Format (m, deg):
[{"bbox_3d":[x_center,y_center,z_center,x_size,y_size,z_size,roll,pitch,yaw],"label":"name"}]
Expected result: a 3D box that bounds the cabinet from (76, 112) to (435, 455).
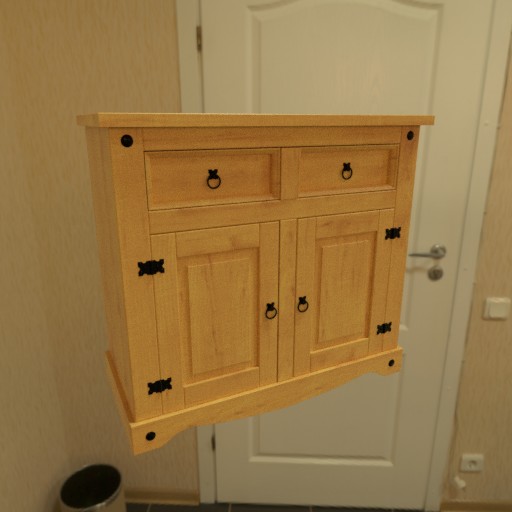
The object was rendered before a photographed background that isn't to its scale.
[{"bbox_3d":[0.000,0.000,1.387,0.920,0.840,0.450,-8,19,-25],"label":"cabinet"}]
